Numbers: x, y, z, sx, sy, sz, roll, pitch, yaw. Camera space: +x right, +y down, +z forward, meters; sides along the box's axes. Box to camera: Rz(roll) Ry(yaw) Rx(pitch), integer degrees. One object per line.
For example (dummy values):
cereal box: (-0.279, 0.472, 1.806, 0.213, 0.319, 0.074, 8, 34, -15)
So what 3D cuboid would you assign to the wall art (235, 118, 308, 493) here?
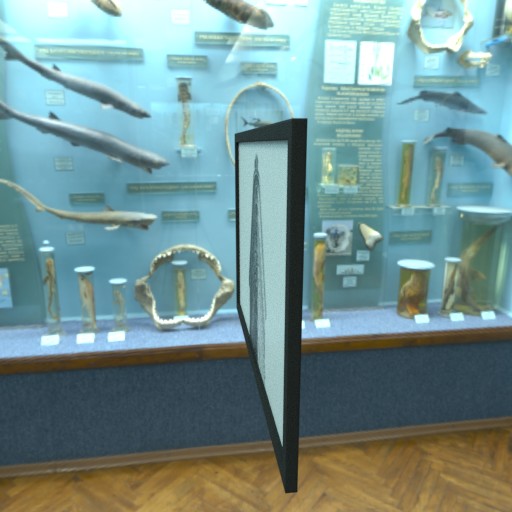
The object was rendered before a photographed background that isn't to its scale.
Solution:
wall art: (0.000, 0.000, 1.192, 0.026, 0.656, 0.958, -2, 14, -7)
